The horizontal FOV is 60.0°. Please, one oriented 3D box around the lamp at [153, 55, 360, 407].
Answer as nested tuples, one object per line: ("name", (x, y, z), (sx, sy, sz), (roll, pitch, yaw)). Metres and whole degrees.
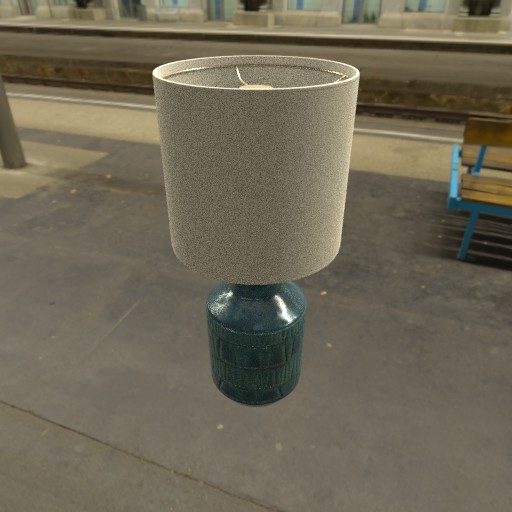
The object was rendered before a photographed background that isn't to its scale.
("lamp", (0.000, 0.000, 0.578), (0.211, 0.455, 0.211), (0, 31, 0))
